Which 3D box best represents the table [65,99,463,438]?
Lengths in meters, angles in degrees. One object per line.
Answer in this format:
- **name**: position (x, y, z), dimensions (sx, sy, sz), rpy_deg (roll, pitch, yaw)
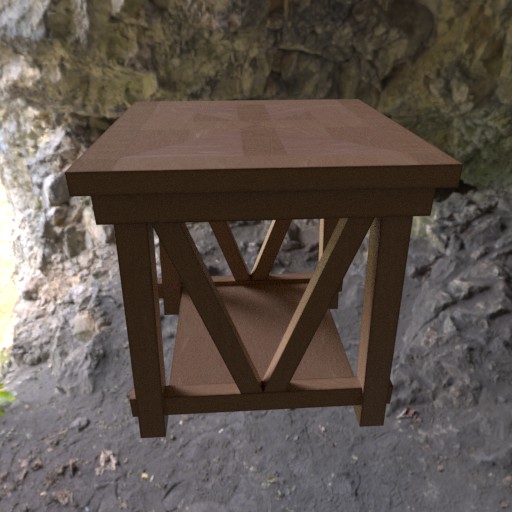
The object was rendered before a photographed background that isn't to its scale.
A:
- **table**: position (0.000, 0.000, 1.097), dimensions (0.612, 0.638, 0.610), rpy_deg (-2, 29, -3)
